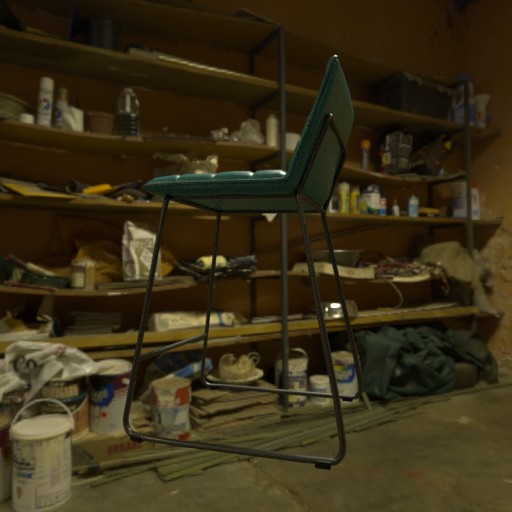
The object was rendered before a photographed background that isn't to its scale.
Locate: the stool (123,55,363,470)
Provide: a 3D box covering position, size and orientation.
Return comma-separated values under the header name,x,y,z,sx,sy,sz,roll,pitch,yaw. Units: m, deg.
name,x,y,z,sx,sy,sz,roll,pitch,yaw
stool,0.000,0.000,1.191,0.524,0.866,0.489,0,-1,18
